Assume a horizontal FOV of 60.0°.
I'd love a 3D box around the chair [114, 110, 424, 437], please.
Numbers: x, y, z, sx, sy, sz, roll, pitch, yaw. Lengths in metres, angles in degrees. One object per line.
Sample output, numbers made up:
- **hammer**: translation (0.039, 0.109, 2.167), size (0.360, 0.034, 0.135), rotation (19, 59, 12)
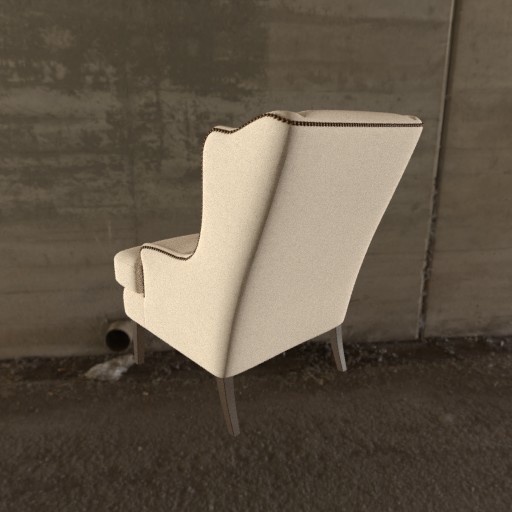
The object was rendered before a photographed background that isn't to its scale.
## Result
- **chair**: translation (0.000, 0.000, 1.687), size (0.737, 1.029, 0.940), rotation (-14, 21, -41)
